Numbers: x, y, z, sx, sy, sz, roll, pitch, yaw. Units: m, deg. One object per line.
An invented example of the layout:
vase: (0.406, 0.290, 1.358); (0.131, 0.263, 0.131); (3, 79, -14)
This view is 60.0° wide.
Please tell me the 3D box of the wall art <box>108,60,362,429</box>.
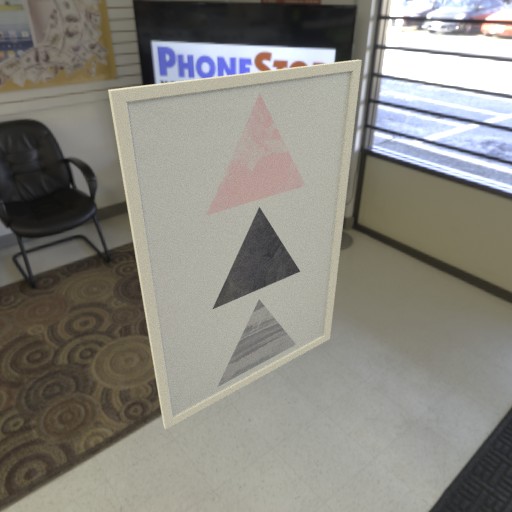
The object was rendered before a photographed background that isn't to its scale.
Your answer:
wall art: (0.000, 0.000, 1.214); (0.659, 0.940, 0.013); (-21, 37, -30)
